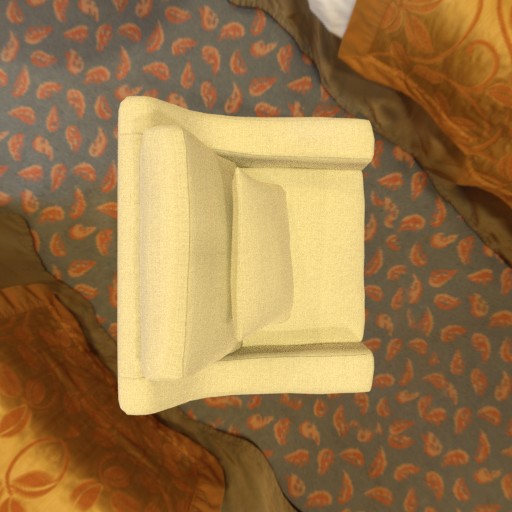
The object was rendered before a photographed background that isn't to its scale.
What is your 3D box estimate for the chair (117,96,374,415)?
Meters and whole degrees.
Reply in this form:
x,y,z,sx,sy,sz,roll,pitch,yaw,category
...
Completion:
x,y,z,sx,sy,sz,roll,pitch,yaw,category
0.000,0.000,1.954,1.009,1.016,1.178,0,90,1,chair
